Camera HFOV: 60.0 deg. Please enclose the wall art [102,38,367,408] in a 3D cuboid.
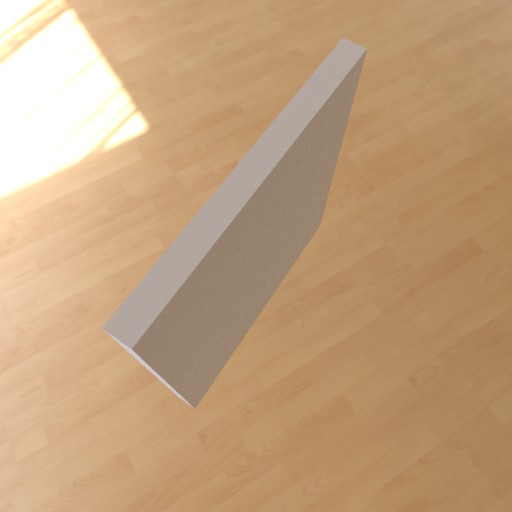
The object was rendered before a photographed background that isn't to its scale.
[{"bbox_3d":[0.000,0.000,0.534,0.027,0.355,0.355,31,68,14],"label":"wall art"}]
